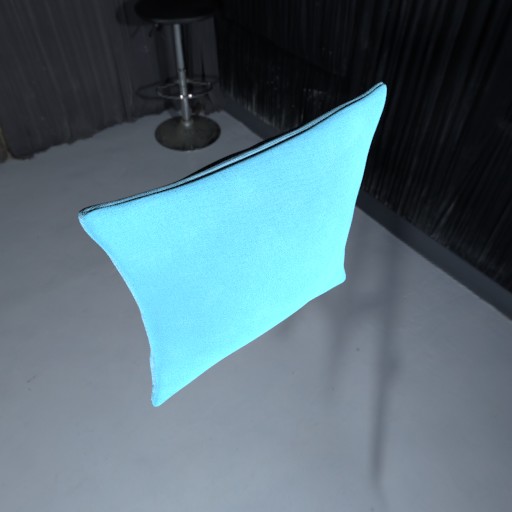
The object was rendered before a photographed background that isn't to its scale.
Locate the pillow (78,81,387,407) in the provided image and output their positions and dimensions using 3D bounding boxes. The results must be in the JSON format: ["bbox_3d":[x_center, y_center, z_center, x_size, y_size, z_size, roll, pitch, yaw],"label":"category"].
[{"bbox_3d":[0.000,0.000,0.656,0.433,0.415,0.151,-30,54,-24],"label":"pillow"}]
